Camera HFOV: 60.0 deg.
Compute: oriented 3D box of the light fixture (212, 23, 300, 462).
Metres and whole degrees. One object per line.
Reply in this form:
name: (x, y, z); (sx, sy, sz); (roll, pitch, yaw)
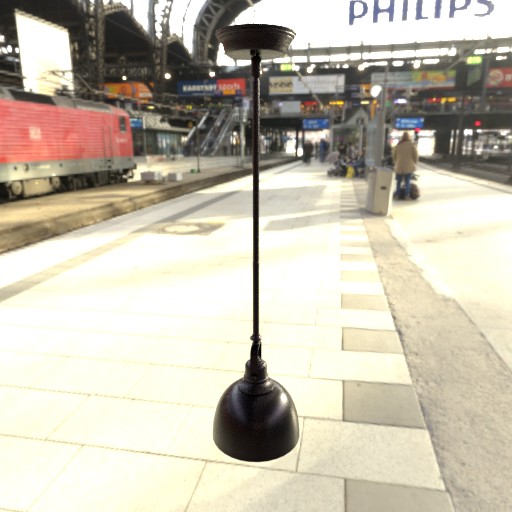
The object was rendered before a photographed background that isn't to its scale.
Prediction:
light fixture: (0.000, 0.000, 0.837); (0.182, 0.768, 0.182); (2, 14, 8)
